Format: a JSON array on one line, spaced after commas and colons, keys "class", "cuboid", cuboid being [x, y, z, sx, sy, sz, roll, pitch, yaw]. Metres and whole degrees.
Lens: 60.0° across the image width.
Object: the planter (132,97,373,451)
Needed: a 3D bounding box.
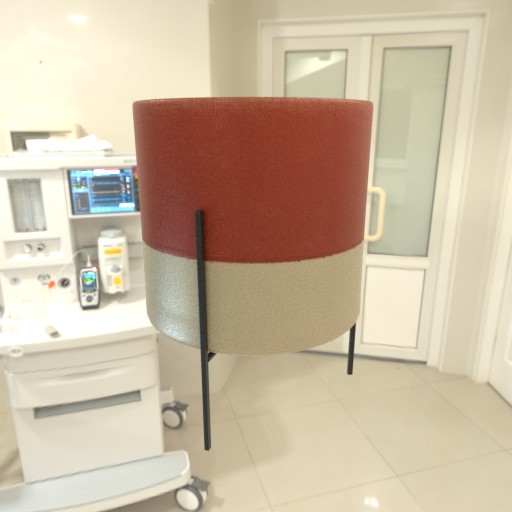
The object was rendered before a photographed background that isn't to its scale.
[{"class": "planter", "cuboid": [0.000, 0.000, 0.713, 0.354, 0.465, 0.345, -3, 17, -9]}]
